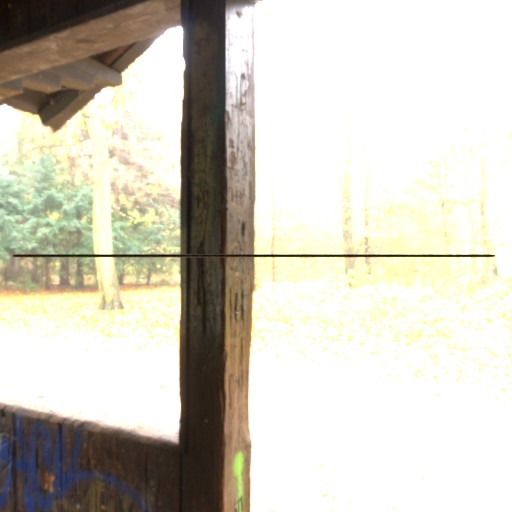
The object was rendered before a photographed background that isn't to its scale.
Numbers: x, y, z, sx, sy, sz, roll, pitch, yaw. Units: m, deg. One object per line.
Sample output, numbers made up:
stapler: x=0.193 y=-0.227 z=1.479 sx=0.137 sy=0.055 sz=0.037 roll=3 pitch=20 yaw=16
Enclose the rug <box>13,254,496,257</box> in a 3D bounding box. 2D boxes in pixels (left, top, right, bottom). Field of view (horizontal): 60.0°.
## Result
rug: x=0.000 y=0.000 z=2.595 sx=2.413 sy=0.016 sz=0.810 roll=0 pitch=0 yaw=-1
